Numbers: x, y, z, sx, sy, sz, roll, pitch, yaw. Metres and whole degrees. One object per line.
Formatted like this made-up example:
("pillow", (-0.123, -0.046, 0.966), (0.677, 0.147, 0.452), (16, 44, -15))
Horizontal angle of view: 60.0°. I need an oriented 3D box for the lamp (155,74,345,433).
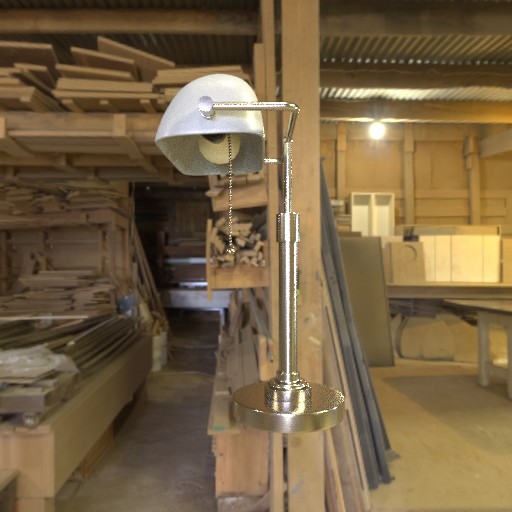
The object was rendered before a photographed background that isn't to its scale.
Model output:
("lamp", (0.000, 0.000, 0.576), (0.227, 0.404, 0.269), (0, -1, 1))
